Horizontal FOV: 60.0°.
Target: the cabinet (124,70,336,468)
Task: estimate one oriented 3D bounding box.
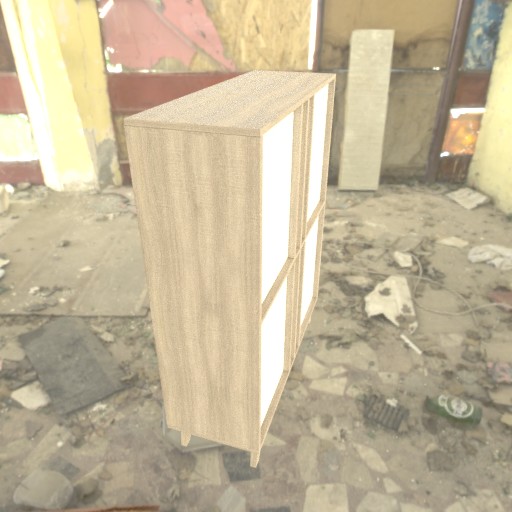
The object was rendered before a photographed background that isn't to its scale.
[{"bbox_3d":[0.000,0.000,1.960,0.398,1.388,1.111,9,31,16],"label":"cabinet"}]
